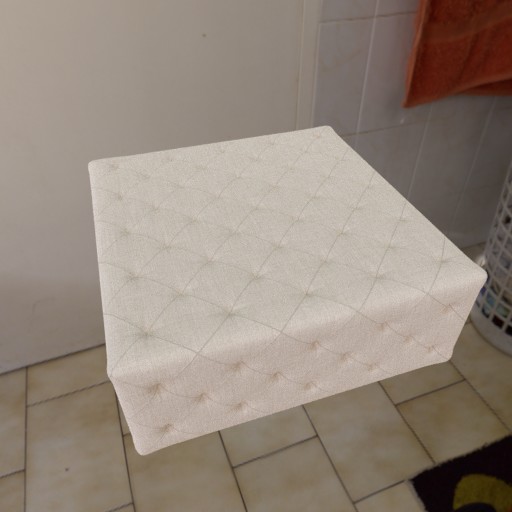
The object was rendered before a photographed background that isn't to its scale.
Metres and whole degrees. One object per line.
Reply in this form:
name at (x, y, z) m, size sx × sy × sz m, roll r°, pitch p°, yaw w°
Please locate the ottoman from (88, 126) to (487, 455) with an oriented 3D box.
ottoman at (0.000, 0.000, 1.589) m, size 1.028 × 0.439 × 1.028 m, roll -12°, pitch 42°, yaw -14°
